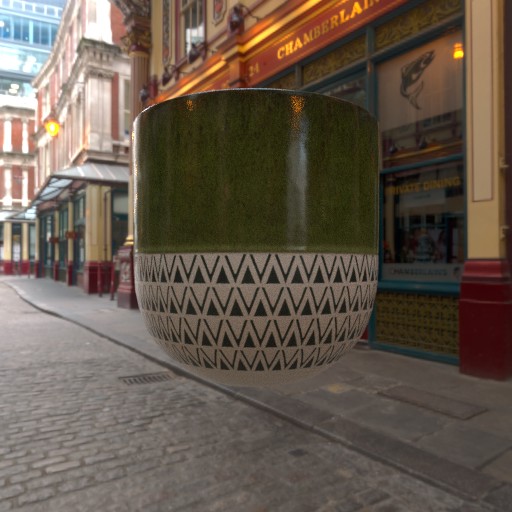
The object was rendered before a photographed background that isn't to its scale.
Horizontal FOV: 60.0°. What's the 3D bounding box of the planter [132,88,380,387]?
[{"bbox_3d":[0.000,0.000,0.492,0.266,0.270,0.266,0,-1,0],"label":"planter"}]
